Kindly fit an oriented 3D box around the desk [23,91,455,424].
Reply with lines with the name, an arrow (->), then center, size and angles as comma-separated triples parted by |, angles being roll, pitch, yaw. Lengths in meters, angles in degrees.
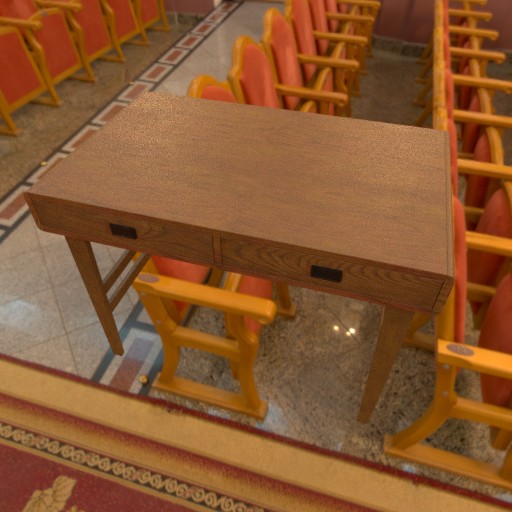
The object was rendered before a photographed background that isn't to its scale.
desk -> 0.000, 0.000, 1.514 | 1.066, 0.754, 0.660 | 12, 44, 12
